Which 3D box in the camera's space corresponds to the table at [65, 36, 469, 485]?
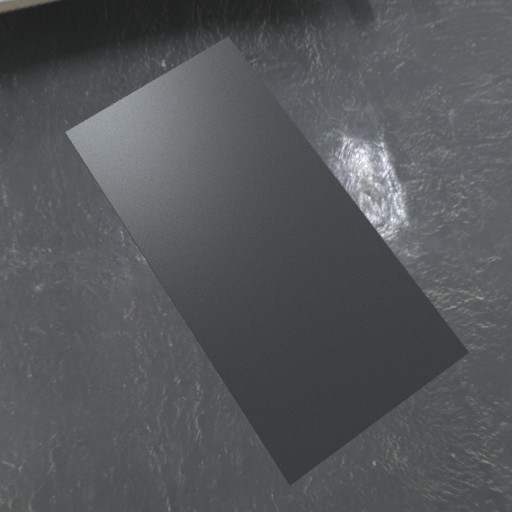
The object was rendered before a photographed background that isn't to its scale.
[{"bbox_3d":[0.000,0.000,1.346,0.523,0.470,1.044,-34,80,-7],"label":"table"}]
